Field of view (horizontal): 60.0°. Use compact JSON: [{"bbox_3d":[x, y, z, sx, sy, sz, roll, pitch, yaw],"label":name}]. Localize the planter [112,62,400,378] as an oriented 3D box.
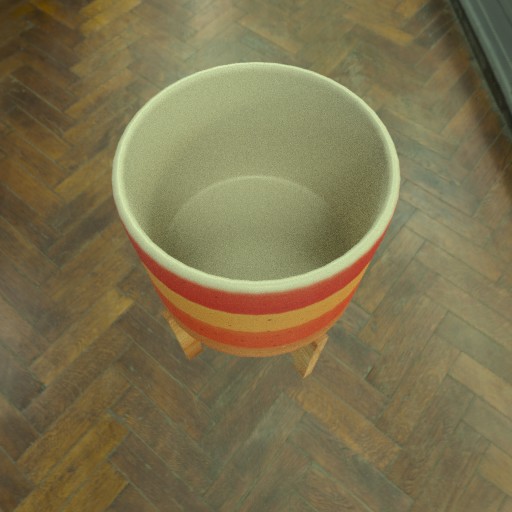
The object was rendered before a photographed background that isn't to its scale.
[{"bbox_3d":[0.000,0.000,0.562,0.269,0.379,0.269,0,63,0],"label":"planter"}]
